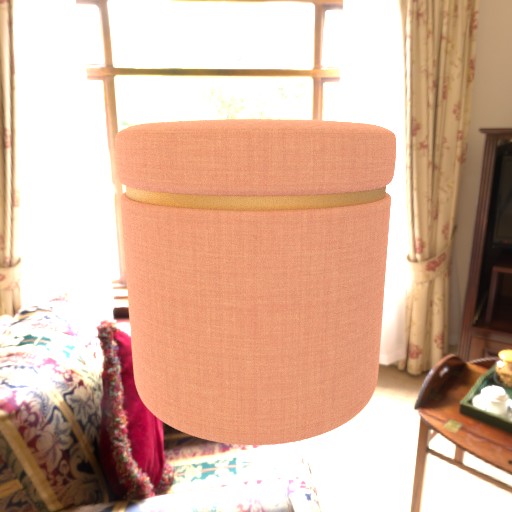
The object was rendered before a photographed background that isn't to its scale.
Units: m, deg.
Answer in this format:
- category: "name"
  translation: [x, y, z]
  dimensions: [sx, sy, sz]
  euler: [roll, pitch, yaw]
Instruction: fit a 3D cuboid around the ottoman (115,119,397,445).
- category: "ottoman"
  translation: [0.000, 0.000, 0.699]
  dimensions: [0.400, 0.406, 0.400]
  euler: [0, 15, 0]
